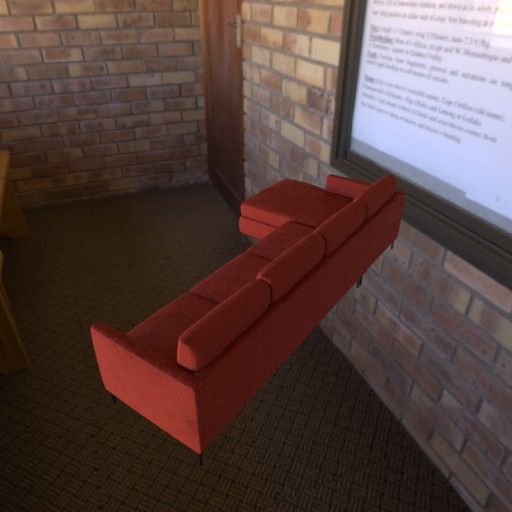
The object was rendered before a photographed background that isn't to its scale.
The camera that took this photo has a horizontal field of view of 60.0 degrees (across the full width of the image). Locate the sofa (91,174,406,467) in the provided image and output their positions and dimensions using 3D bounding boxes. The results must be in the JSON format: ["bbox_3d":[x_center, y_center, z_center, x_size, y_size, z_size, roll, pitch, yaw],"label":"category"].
[{"bbox_3d":[0.000,0.000,2.946,1.136,0.663,2.467,20,37,30],"label":"sofa"}]
